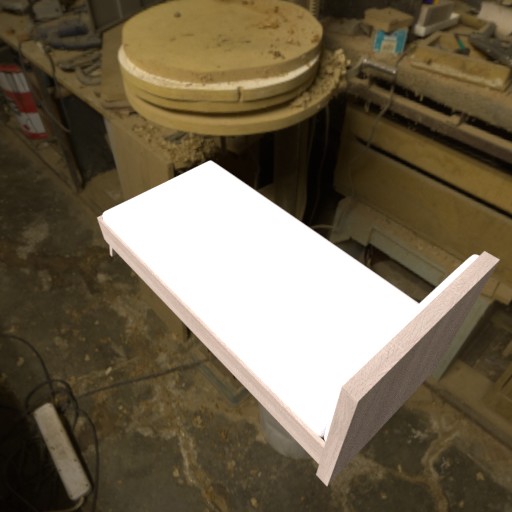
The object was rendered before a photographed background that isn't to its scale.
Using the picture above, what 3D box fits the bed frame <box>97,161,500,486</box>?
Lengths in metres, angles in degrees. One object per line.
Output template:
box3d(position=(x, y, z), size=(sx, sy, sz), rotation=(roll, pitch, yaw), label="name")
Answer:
box3d(position=(0.000, 0.000, 2.622), size=(0.990, 0.920, 2.140), rotation=(-33, 55, -28), label="bed frame")
